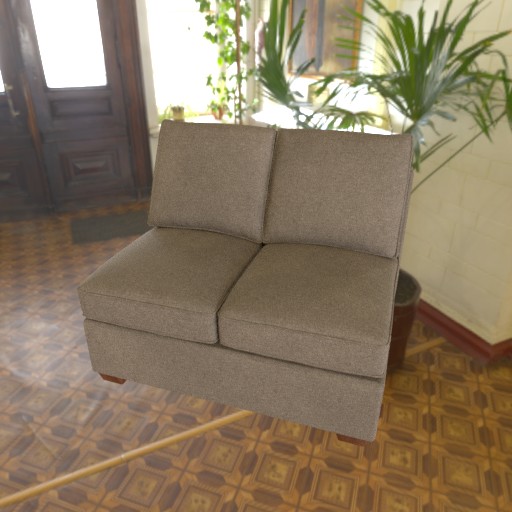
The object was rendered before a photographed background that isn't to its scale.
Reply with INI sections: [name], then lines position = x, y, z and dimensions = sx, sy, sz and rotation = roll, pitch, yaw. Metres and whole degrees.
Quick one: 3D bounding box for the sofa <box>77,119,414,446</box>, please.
[sofa]
position = 0.000, 0.000, 1.964
dimensions = 1.237, 1.008, 0.951
rotation = 8, 28, 16
